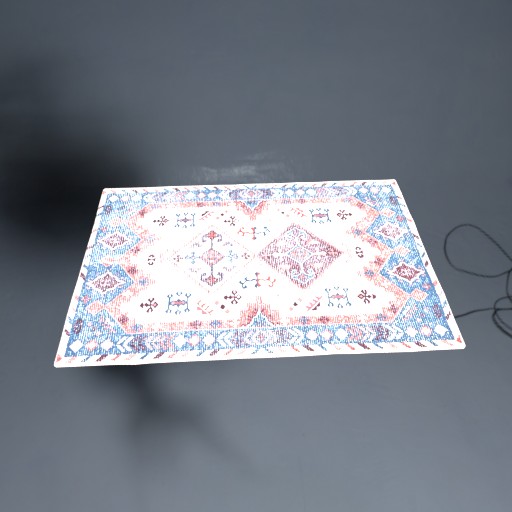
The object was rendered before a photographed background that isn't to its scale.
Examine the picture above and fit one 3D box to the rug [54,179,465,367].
[{"bbox_3d":[0.000,0.000,2.373,1.840,0.015,1.225,-2,48,-2],"label":"rug"}]
